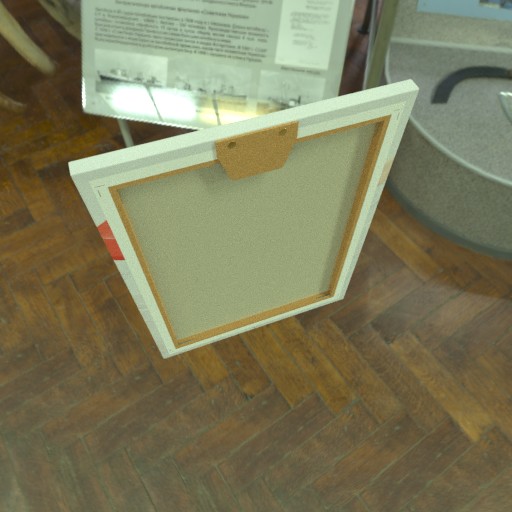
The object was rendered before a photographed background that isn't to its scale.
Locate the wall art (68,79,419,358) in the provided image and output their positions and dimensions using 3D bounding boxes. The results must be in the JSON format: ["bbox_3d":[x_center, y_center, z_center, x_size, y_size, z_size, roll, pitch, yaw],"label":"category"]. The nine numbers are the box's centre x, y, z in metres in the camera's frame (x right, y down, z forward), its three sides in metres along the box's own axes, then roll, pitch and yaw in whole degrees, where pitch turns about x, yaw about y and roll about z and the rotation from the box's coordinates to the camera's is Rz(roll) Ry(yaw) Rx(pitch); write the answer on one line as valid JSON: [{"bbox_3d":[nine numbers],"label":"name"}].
[{"bbox_3d":[0.000,0.000,1.343,0.759,1.014,0.045,-17,59,-11],"label":"wall art"}]
